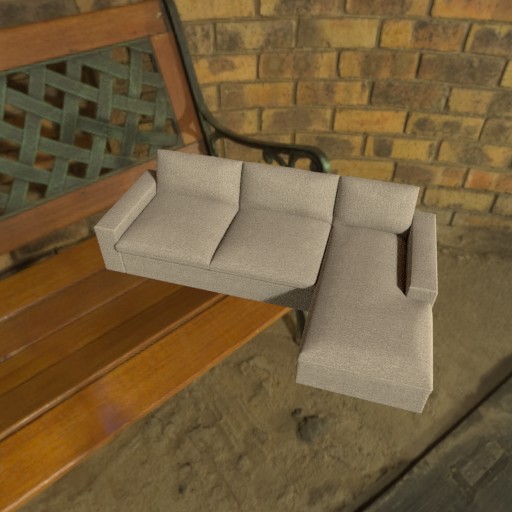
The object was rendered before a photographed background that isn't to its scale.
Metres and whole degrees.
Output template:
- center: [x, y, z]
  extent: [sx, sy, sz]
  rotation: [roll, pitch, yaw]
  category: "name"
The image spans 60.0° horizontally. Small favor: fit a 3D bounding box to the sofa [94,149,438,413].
- center: [0.000, 0.000, 3.528]
  extent: [2.718, 0.813, 1.689]
  rotation: [11, 42, 12]
  category: "sofa"
